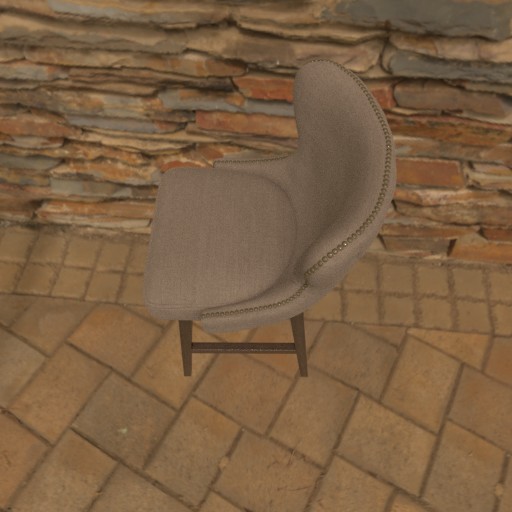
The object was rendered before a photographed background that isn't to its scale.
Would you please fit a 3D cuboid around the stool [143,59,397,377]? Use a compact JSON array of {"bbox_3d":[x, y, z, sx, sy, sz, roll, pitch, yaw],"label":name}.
[{"bbox_3d":[0.000,0.000,1.347,0.597,0.972,0.615,1,58,0],"label":"stool"}]
